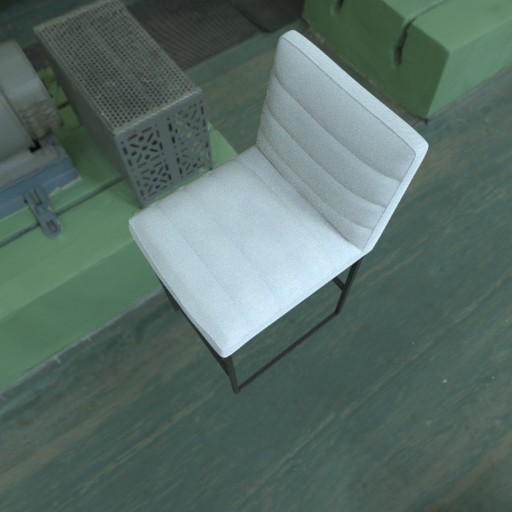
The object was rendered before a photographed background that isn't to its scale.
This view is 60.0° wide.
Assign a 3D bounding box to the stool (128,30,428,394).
[{"bbox_3d":[0.000,0.000,1.361,0.573,1.061,0.464,-35,69,-15],"label":"stool"}]
